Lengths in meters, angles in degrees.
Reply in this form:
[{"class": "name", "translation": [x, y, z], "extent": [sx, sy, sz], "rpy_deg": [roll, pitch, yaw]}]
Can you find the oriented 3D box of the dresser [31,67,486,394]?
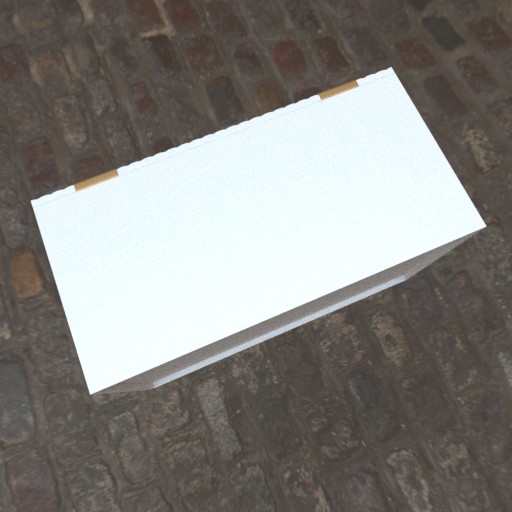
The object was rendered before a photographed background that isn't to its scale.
[{"class": "dresser", "translation": [0.000, 0.000, 1.328], "extent": [0.905, 0.721, 0.457], "rpy_deg": [-22, 75, -6]}]
